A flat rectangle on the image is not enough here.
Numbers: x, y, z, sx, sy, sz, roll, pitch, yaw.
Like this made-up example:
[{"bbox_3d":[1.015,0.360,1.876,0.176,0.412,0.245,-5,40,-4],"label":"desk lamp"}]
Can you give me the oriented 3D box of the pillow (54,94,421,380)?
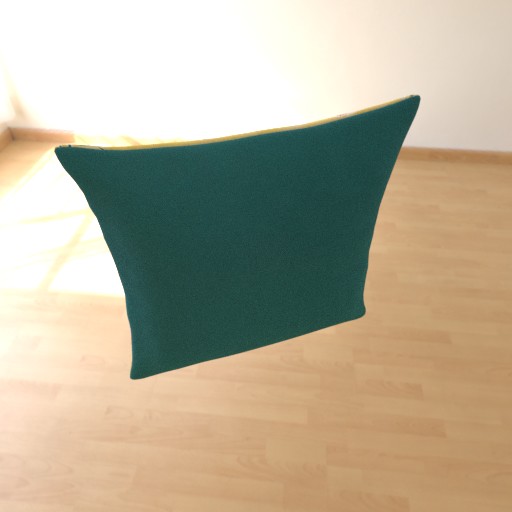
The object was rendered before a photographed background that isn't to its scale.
[{"bbox_3d":[0.000,0.000,0.773,0.525,0.508,0.166,-13,43,-14],"label":"pillow"}]
